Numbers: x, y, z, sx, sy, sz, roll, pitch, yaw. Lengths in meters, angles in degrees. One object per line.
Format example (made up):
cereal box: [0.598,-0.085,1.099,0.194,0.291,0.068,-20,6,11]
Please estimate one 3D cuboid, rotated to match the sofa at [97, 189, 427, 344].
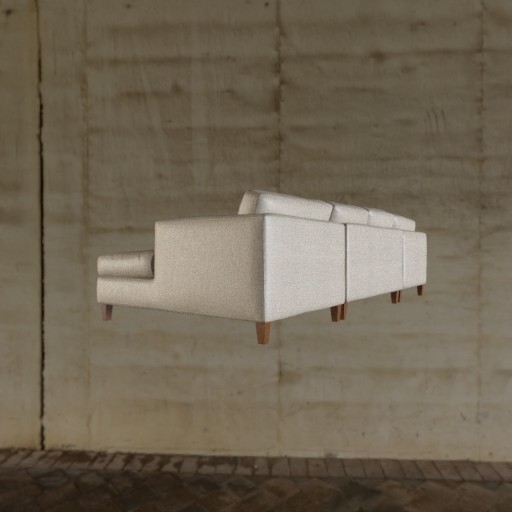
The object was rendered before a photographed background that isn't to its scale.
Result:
sofa: [0.000,0.000,4.629,2.594,0.961,3.460,1,1,35]
